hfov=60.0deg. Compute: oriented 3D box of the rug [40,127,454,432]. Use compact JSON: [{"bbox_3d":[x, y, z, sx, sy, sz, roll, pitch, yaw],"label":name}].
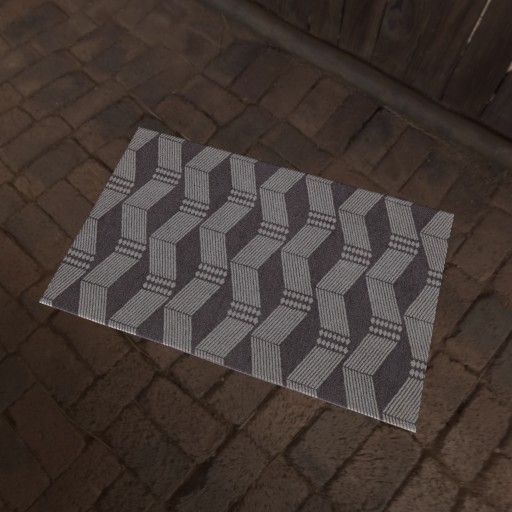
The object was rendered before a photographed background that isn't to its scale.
[{"bbox_3d":[0.000,0.000,2.992,2.435,0.011,1.517,17,66,8],"label":"rug"}]
